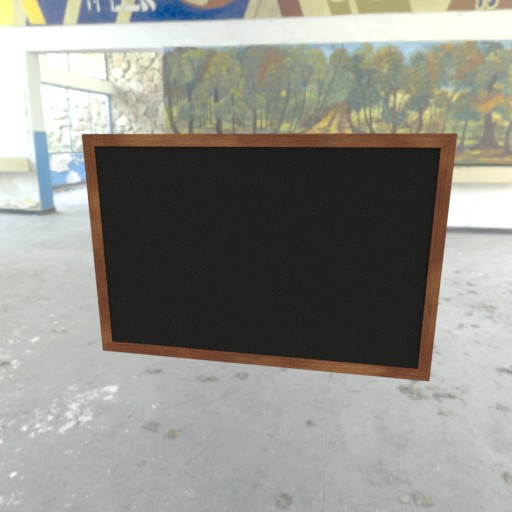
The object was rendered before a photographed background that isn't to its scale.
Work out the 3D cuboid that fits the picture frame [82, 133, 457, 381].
[{"bbox_3d":[0.000,0.000,1.204,0.950,0.640,0.029,3,15,10],"label":"picture frame"}]
